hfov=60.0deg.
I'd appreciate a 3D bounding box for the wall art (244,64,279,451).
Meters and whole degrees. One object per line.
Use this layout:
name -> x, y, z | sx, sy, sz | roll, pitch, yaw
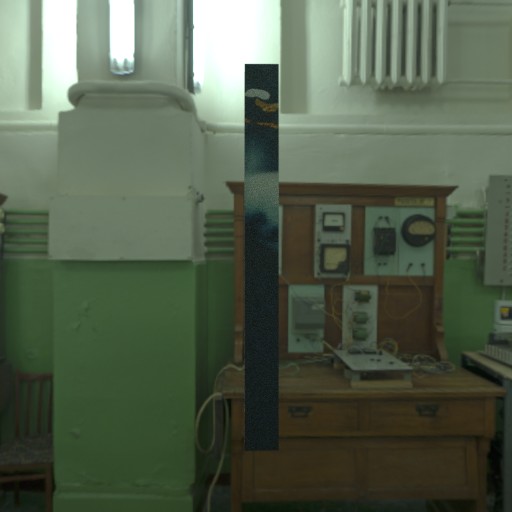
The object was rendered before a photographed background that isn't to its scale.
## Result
wall art -> 0.000, 0.000, 0.768 | 0.036, 0.405, 0.607 | 0, 0, -1
